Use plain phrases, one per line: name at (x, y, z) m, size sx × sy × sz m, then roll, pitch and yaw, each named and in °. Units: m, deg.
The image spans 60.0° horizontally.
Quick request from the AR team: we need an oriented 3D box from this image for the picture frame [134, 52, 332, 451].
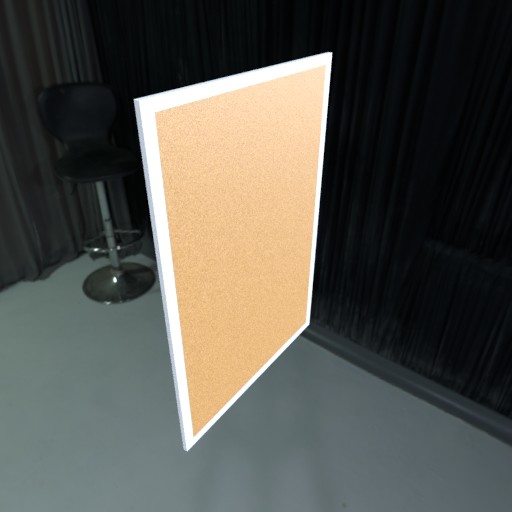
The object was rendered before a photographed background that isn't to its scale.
picture frame at (0.000, 0.000, 1.200) m, size 0.013 × 0.940 × 0.659 m, roll 22°, pitch 38°, yaw 30°
